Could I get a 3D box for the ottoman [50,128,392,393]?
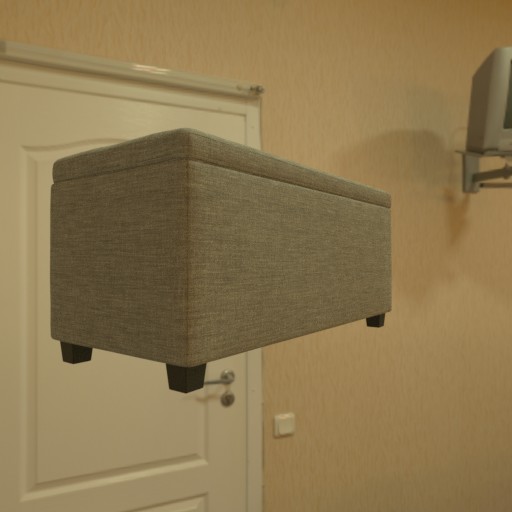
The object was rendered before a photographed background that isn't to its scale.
[{"bbox_3d":[0.000,0.000,1.135,0.419,0.432,0.902,0,0,37],"label":"ottoman"}]
